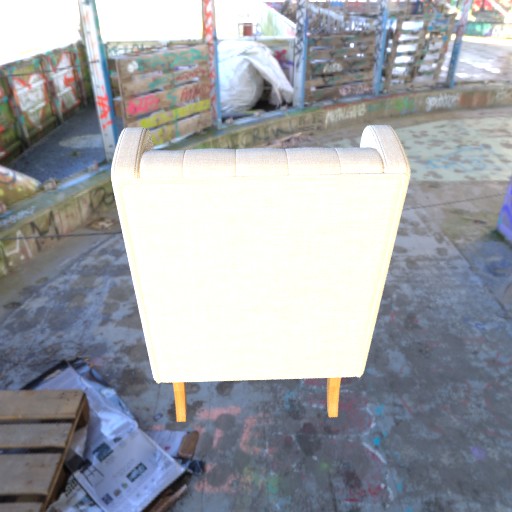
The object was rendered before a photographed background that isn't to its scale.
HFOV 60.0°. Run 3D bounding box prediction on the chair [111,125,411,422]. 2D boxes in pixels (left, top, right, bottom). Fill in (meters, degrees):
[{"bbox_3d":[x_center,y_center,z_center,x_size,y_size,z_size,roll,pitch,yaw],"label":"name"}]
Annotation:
[{"bbox_3d":[0.000,0.000,1.447,0.710,0.930,0.760,-1,31,-2],"label":"chair"}]
